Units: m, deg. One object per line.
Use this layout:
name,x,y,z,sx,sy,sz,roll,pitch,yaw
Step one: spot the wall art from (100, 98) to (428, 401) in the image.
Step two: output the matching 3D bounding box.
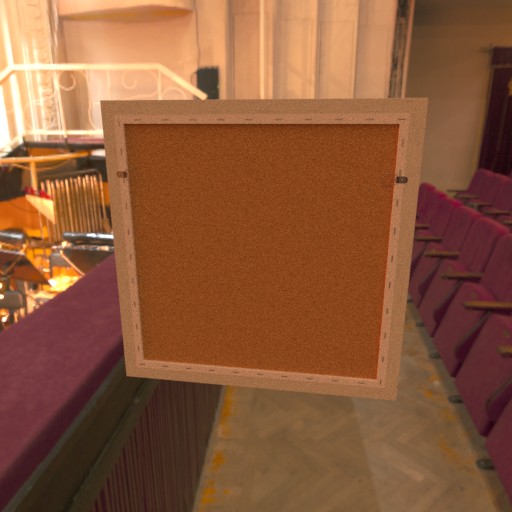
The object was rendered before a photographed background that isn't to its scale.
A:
wall art,0.000,0.000,1.524,1.016,1.016,0.045,3,17,9
